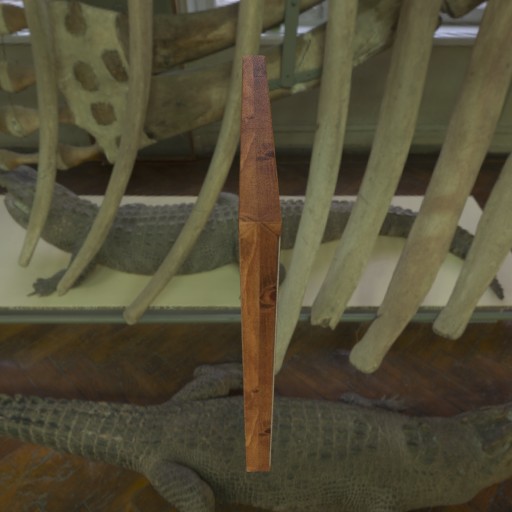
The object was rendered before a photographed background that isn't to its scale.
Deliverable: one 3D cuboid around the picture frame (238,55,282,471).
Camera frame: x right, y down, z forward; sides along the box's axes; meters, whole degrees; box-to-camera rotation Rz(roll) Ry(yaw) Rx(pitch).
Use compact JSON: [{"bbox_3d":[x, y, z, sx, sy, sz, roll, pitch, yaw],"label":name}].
[{"bbox_3d":[0.000,0.000,0.532,0.028,0.356,0.352,-1,40,-1],"label":"picture frame"}]
